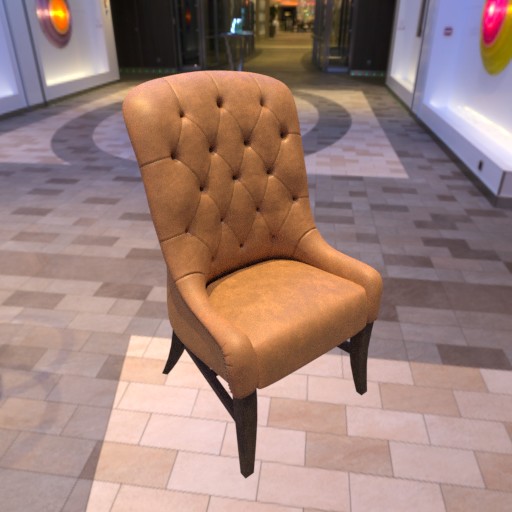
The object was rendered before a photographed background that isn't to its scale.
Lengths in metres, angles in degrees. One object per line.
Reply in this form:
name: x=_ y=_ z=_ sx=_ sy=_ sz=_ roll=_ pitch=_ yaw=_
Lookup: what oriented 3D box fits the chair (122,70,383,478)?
chair: x=0.000 y=0.000 z=1.466 sx=0.634 sy=1.091 sz=0.629 roll=-21 pitch=35 yaw=-33
